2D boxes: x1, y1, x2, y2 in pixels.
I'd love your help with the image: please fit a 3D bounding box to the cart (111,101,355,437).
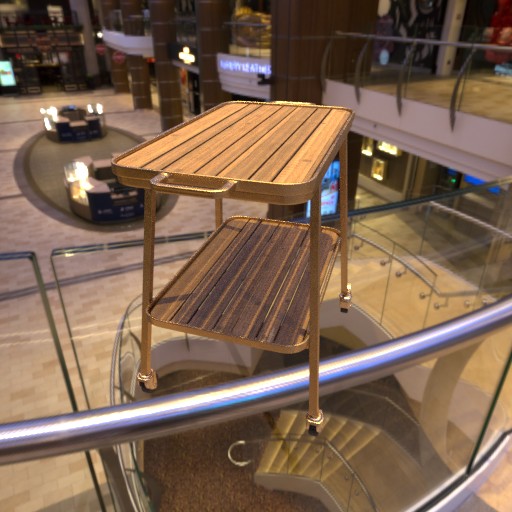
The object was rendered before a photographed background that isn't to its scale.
[{"bbox_3d":[0.000,0.000,1.245,0.524,0.700,0.806,9,31,15],"label":"cart"}]
